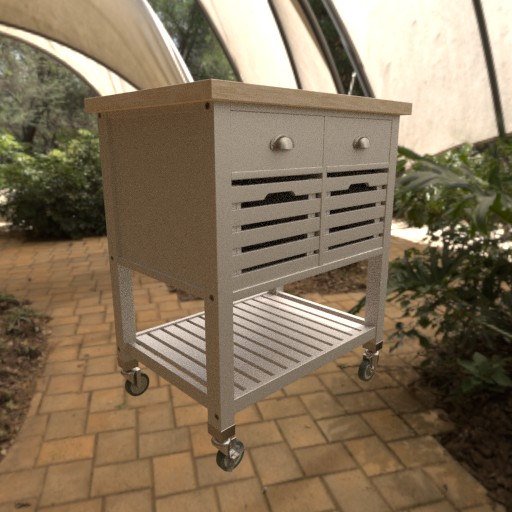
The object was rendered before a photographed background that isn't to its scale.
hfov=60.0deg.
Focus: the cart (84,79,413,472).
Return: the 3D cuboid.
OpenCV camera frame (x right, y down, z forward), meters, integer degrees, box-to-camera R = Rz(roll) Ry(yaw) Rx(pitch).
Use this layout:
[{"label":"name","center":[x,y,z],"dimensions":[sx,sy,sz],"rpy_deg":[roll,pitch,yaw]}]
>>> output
[{"label":"cart","center":[0.000,0.000,1.380],"dimensions":[0.762,0.914,0.559],"rpy_deg":[-13,20,-42]}]
